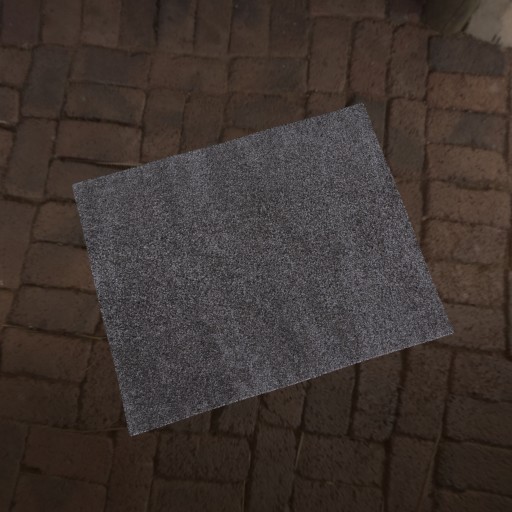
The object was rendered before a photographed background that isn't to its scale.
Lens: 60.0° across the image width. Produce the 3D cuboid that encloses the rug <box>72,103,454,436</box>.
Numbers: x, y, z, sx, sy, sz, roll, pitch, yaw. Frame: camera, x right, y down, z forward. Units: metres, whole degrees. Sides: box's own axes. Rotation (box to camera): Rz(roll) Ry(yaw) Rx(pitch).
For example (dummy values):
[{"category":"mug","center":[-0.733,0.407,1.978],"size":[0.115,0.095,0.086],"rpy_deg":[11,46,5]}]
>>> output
[{"category":"rug","center":[0.000,0.000,4.149],"size":[3.000,0.025,2.401],"rpy_deg":[-17,78,-4]}]
